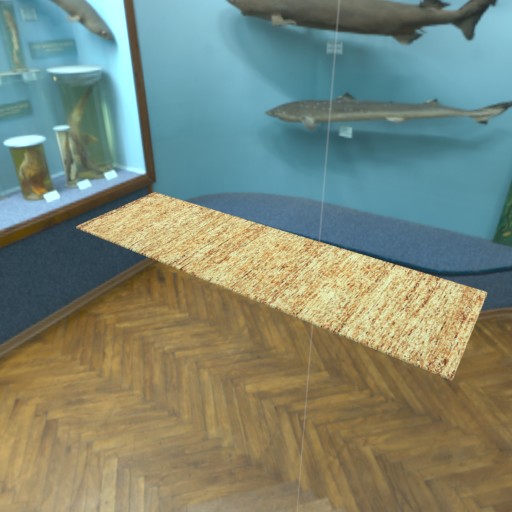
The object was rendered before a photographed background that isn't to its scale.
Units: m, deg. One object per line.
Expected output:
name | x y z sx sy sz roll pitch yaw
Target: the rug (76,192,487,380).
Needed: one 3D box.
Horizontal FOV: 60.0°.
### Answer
rug | 0.000 0.000 2.437 2.237 0.014 0.680 19 36 29
